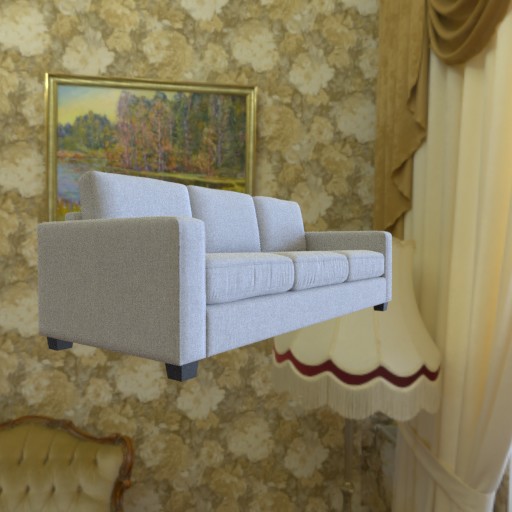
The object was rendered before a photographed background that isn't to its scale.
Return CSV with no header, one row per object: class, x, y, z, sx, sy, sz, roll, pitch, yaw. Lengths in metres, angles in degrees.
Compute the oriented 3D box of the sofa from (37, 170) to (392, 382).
sofa,0.000,0.000,2.559,0.900,0.800,2.120,1,2,35
